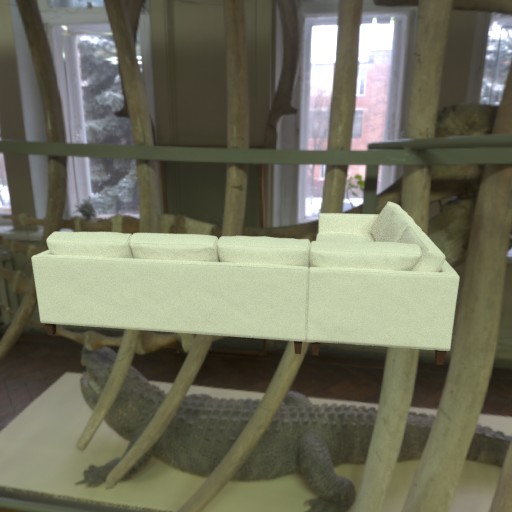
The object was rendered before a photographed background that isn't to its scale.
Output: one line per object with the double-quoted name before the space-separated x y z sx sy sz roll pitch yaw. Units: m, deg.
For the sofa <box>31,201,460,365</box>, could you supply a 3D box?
"sofa" 0.000 0.000 4.421 3.182 0.863 2.432 2 15 9
